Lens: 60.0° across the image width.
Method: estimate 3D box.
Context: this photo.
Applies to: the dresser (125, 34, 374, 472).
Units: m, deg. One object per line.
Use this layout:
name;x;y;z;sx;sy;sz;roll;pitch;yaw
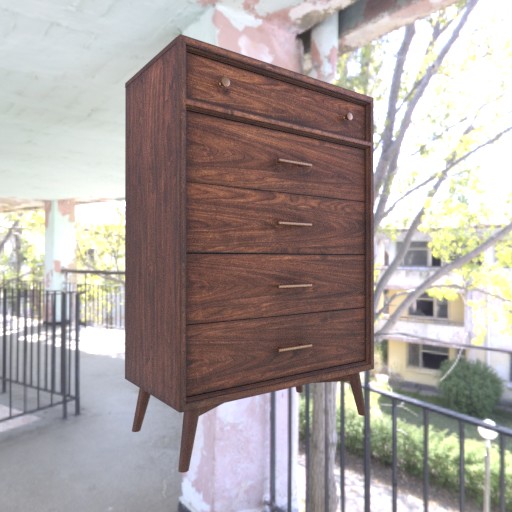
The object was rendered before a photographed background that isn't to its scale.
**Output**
dresser;0.000;0.000;1.820;0.919;1.365;0.498;0;0;-36
